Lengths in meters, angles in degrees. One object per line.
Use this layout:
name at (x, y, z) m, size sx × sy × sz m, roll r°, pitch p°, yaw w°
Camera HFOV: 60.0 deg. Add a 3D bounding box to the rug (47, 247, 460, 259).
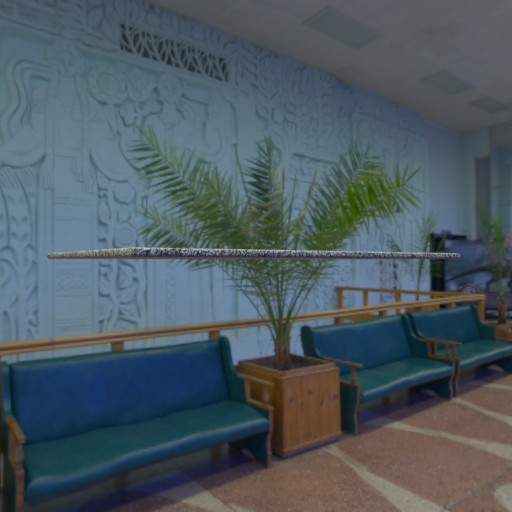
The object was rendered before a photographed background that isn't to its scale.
rug at (0.000, 0.000, 2.300) m, size 1.778 × 0.030 × 1.219 m, roll 0°, pitch -1°, yaw -36°
